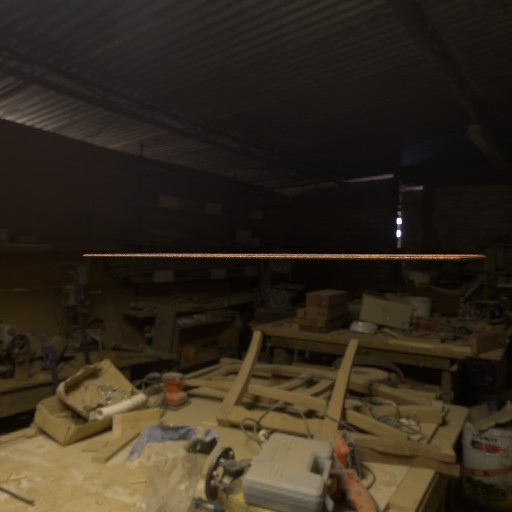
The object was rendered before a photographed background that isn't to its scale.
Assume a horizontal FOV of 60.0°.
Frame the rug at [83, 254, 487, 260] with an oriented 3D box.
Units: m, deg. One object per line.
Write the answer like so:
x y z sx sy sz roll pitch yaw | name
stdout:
0.000 0.000 2.026 1.820 0.013 0.556 0 1 35 | rug
